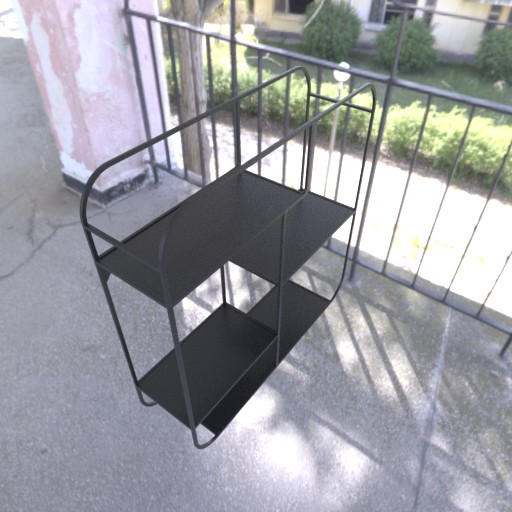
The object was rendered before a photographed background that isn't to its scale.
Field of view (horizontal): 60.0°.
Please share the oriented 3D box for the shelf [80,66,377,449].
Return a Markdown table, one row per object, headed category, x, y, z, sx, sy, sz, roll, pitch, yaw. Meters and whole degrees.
| category | x | y | z | sx | sy | sz | roll | pitch | yaw |
| --- | --- | --- | --- | --- | --- | --- | --- | --- | --- |
| shelf | 0.000 | 0.000 | 0.917 | 0.160 | 0.600 | 0.600 | 27 | 48 | 27 |
